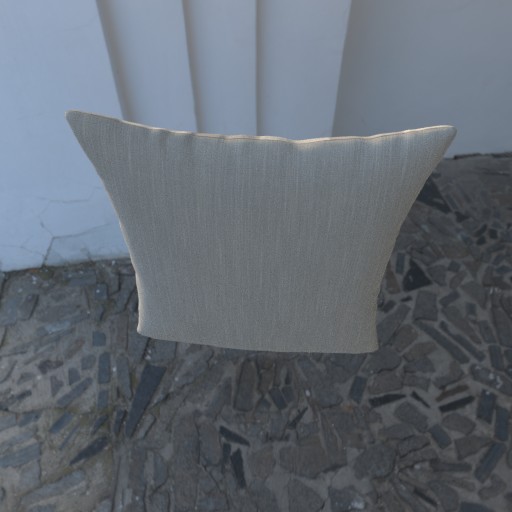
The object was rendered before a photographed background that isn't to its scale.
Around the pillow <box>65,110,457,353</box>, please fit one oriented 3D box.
[{"bbox_3d":[0.000,0.000,0.755,0.511,0.509,0.161,3,46,3],"label":"pillow"}]
